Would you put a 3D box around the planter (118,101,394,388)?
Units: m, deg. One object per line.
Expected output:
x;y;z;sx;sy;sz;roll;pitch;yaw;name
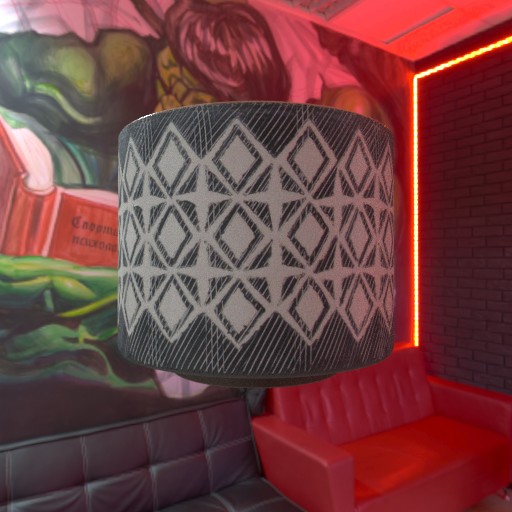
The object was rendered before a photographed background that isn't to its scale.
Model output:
0.000;0.000;0.213;0.126;0.104;0.126;0;-1;0;planter
